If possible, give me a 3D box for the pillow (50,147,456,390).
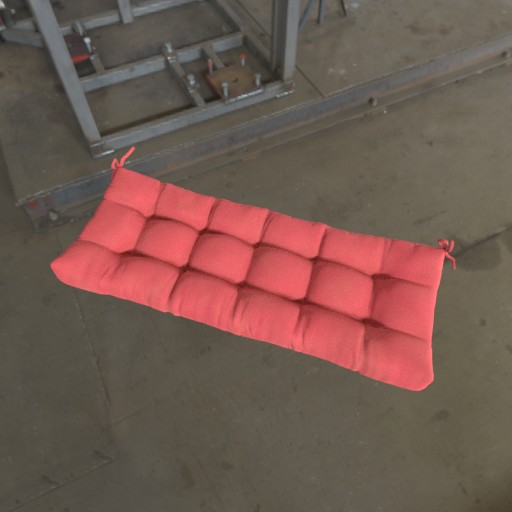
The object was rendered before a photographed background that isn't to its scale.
[{"bbox_3d":[0.000,0.000,1.366,1.194,0.174,0.511,15,59,9],"label":"pillow"}]
